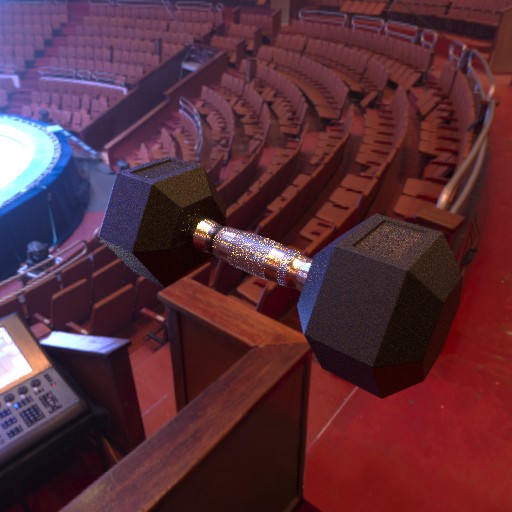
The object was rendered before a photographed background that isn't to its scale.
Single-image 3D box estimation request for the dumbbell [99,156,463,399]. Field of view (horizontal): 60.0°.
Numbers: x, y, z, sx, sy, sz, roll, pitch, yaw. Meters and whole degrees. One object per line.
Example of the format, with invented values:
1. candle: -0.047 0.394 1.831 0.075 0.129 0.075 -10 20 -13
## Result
1. dumbbell: 0.000 0.000 0.326 0.272 0.092 0.106 21 36 32
